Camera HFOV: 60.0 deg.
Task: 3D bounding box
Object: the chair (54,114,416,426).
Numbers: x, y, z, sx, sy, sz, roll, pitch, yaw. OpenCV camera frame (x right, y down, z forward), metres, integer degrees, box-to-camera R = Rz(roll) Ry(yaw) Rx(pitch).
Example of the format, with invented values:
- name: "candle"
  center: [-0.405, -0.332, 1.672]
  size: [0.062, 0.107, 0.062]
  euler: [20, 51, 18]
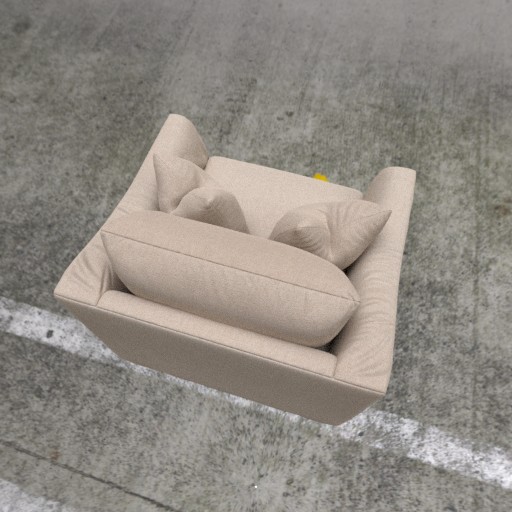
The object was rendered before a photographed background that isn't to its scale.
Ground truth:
- name: "chair"
  center: [0.000, 0.000, 1.985]
  size: [1.194, 1.093, 1.071]
  euler: [15, 64, 8]
